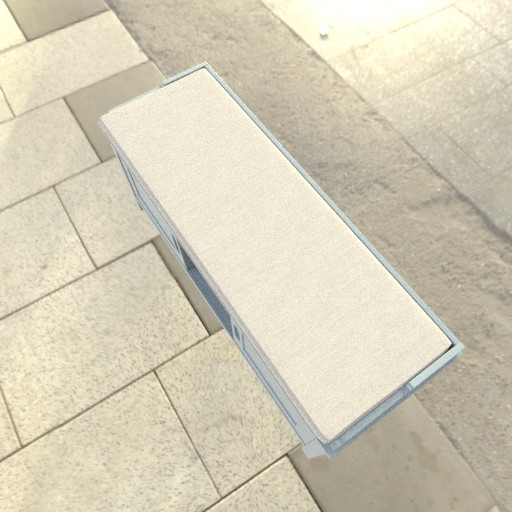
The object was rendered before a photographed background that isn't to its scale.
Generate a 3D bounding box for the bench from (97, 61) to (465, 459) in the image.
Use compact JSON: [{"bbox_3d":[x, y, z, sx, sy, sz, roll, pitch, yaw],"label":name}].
[{"bbox_3d":[0.000,0.000,1.382,0.398,0.501,1.140,-32,68,-15],"label":"bench"}]
